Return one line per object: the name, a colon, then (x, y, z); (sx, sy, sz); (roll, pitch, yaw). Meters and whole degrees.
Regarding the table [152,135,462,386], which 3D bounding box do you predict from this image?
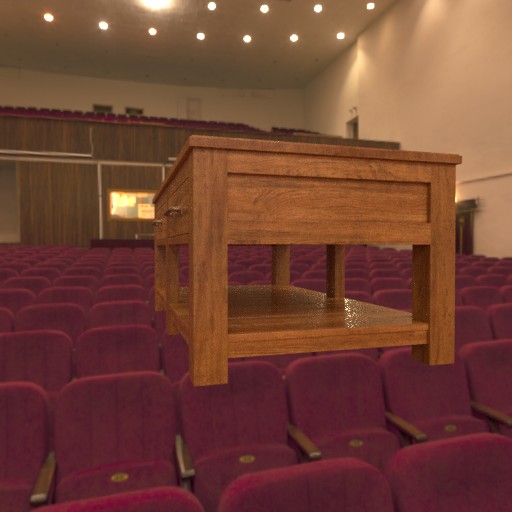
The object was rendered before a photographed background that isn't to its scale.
table: (0.000, 0.000, 1.471); (0.635, 0.480, 1.150); (0, 1, -17)
